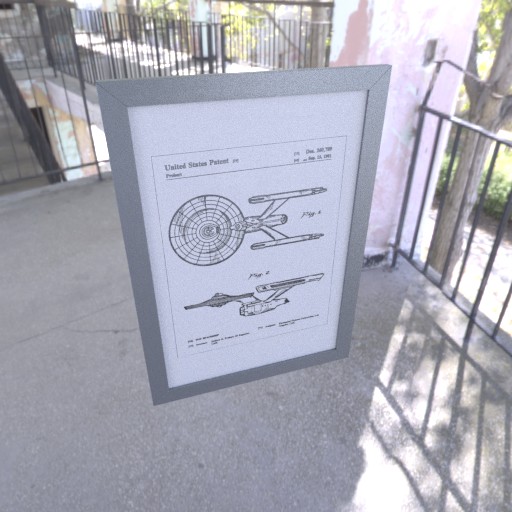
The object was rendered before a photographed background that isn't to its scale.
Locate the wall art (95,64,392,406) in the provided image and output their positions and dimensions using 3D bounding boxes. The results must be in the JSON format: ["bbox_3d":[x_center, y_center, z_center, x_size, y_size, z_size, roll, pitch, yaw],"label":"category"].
[{"bbox_3d":[0.000,0.000,0.681,0.376,0.529,0.013,-10,33,-15],"label":"wall art"}]
